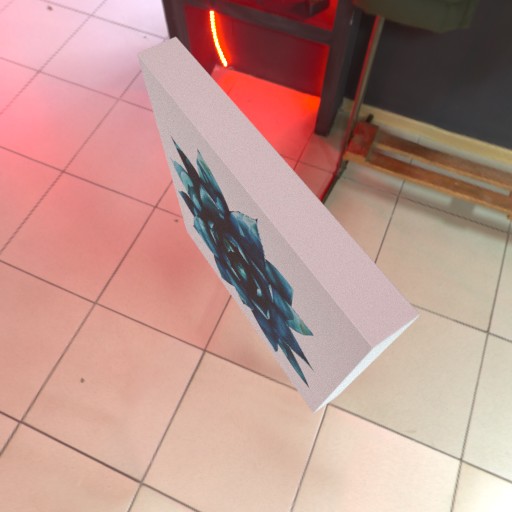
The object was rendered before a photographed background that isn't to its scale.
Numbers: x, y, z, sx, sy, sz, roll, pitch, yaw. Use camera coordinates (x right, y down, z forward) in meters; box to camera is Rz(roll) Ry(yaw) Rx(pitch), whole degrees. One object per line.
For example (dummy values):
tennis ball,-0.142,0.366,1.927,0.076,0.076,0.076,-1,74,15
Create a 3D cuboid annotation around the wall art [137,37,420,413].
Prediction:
wall art,0.000,0.000,0.460,0.038,0.305,0.305,-31,68,-14
